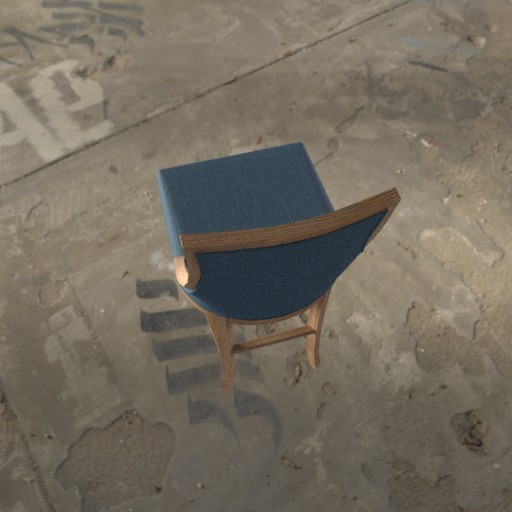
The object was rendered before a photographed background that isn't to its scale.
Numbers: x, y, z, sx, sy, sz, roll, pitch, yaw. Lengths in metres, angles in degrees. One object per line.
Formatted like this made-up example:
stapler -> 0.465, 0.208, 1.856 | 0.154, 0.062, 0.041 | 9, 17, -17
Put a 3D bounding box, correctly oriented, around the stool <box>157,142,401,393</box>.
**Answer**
stool -> 0.000, 0.000, 1.443 | 0.524, 1.101, 0.626 | -13, 59, -8
